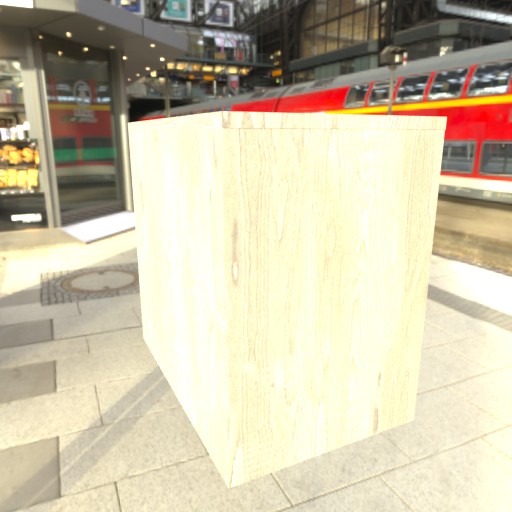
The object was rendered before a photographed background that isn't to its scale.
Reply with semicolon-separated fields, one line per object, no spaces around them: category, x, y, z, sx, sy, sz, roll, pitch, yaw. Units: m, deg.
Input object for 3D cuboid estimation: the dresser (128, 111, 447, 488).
dresser;0.000;0.000;1.303;0.529;0.762;0.809;-7;17;-25
